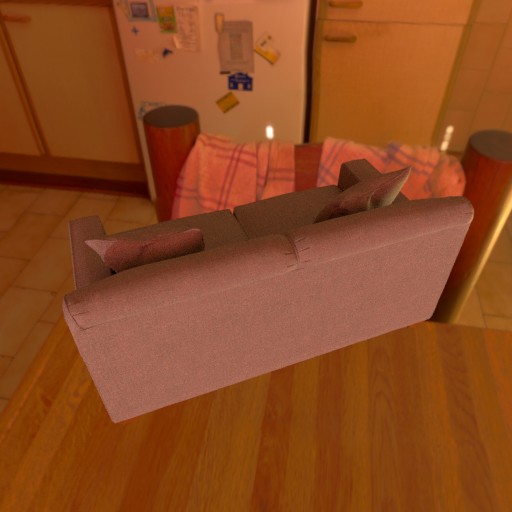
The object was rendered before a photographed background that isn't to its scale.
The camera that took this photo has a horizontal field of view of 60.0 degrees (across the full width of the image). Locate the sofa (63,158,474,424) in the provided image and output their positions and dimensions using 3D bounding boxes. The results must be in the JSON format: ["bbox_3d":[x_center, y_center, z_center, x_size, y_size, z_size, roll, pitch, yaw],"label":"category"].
[{"bbox_3d":[0.000,0.000,2.426,1.846,0.958,1.000,-15,45,-15],"label":"sofa"}]
